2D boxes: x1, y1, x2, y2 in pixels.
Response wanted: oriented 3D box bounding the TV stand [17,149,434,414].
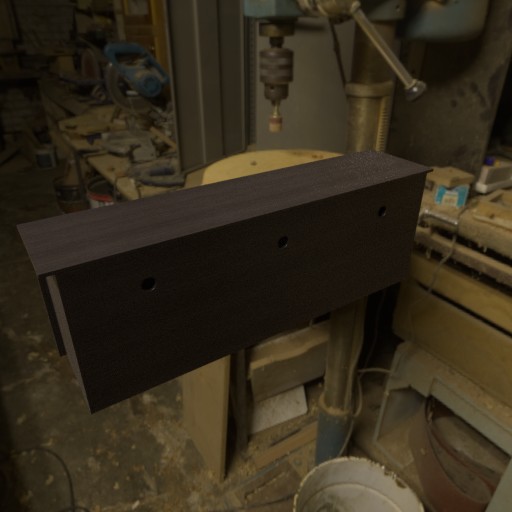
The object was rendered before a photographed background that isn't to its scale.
[{"bbox_3d":[0.000,0.000,2.008,1.778,0.610,0.406,-18,34,-28],"label":"TV stand"}]
